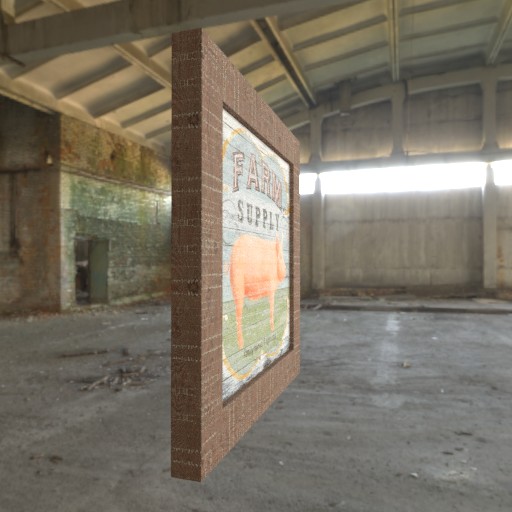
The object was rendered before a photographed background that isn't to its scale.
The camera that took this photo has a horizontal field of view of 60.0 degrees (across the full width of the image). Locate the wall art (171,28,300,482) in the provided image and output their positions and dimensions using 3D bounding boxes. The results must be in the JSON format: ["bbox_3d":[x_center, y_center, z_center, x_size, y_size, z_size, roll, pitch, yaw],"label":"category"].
[{"bbox_3d":[0.000,0.000,0.776,0.040,0.531,0.531,0,-1,18],"label":"wall art"}]
